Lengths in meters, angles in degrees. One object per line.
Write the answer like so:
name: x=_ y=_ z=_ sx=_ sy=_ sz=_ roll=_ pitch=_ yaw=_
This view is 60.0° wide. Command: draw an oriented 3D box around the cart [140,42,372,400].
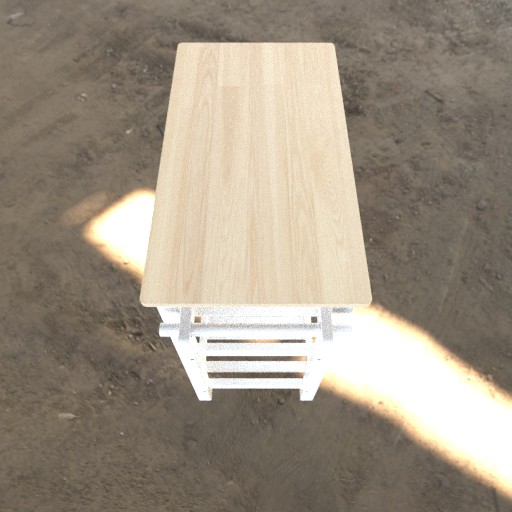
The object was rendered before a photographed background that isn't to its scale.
cart: x=0.000 y=0.000 z=1.461 sx=0.457 sy=0.927 sz=0.899 roll=0 pitch=59 yaw=0
